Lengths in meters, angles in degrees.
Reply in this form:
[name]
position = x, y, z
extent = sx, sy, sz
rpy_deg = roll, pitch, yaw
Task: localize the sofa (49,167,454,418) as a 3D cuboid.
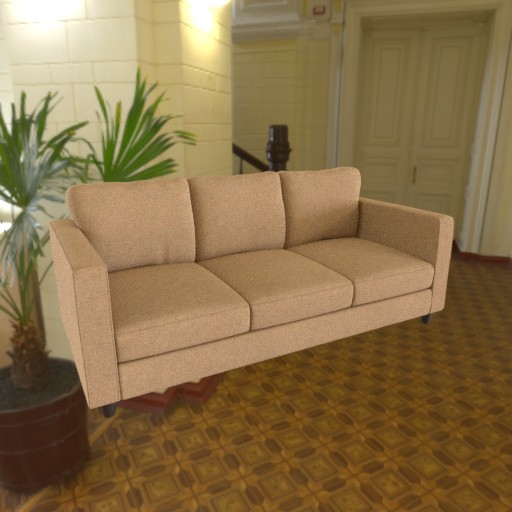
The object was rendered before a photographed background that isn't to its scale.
[sofa]
position = 0.000, 0.000, 2.290
extent = 1.855, 0.800, 0.930
rpy_deg = -9, 19, -27
